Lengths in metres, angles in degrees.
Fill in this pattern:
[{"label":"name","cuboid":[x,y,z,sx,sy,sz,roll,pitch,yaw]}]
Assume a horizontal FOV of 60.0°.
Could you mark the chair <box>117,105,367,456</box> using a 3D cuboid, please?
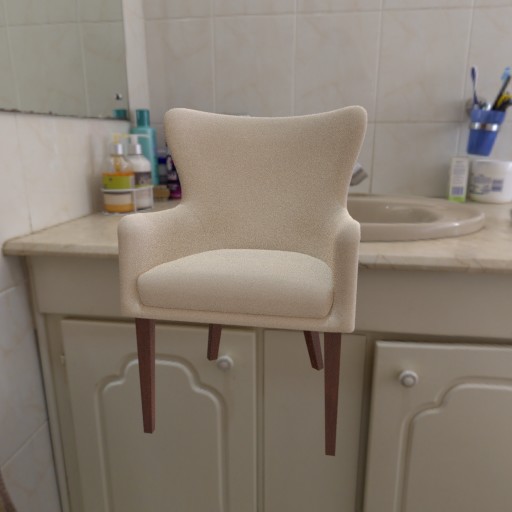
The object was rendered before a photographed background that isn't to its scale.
[{"label":"chair","cuboid":[0.000,0.000,1.514,0.696,0.990,0.744,3,15,10]}]
